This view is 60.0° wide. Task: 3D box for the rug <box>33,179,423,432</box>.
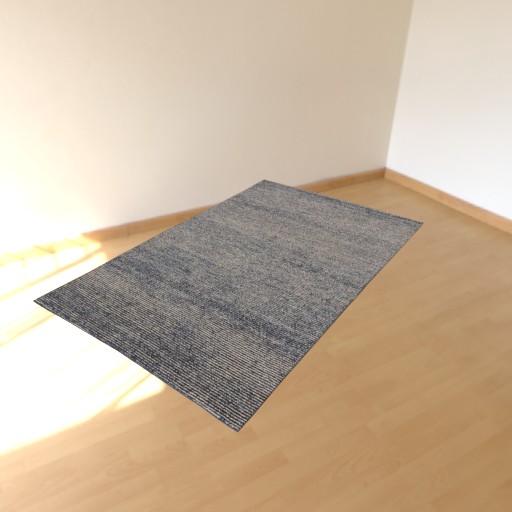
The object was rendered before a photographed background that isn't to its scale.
[{"bbox_3d":[0.000,0.000,2.299,1.159,0.025,1.793,21,37,30],"label":"rug"}]
